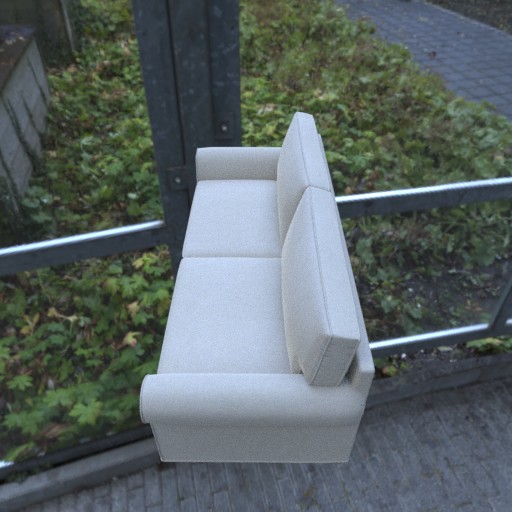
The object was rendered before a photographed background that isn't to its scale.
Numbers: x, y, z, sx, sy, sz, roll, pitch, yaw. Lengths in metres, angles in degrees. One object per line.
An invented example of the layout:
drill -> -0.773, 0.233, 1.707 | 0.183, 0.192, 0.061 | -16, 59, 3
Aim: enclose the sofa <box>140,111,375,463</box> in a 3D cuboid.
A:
sofa -> 0.000, 0.000, 2.572 | 0.901, 0.962, 2.146 | 0, 41, 0
